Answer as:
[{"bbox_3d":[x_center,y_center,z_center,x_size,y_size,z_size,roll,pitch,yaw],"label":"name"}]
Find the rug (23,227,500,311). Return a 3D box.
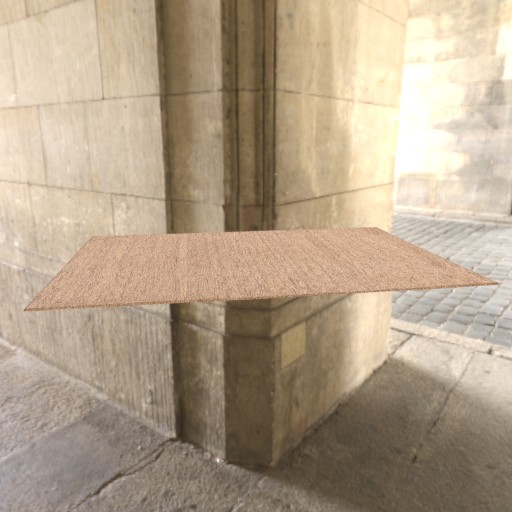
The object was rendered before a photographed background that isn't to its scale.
[{"bbox_3d":[0.000,0.000,2.272,1.840,0.013,1.225,-2,15,-9],"label":"rug"}]
